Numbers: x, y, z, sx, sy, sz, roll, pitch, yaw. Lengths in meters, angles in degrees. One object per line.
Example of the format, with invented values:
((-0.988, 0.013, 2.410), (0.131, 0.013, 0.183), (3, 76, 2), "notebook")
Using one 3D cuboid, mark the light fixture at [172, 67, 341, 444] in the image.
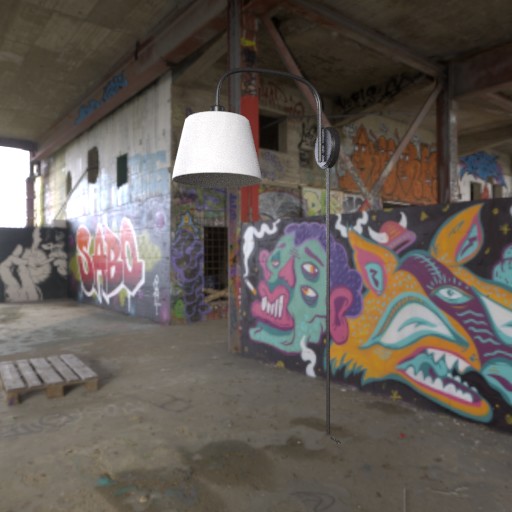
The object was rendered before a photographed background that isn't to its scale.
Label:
((0.000, 0.000, 0.470), (0.176, 0.399, 0.092), (0, 0, -18), "light fixture")
